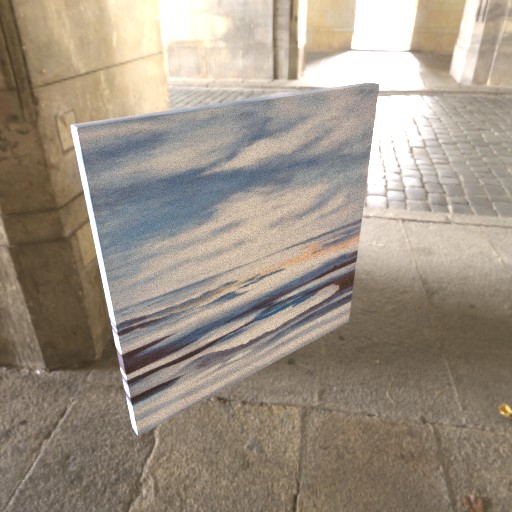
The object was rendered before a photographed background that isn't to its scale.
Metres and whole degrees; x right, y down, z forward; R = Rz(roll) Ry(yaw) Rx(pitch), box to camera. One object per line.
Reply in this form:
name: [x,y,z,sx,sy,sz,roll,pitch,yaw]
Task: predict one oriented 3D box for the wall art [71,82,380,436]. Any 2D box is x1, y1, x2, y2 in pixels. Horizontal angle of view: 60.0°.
wall art: [0.000,0.000,1.104,0.747,0.747,0.035,-21,36,-31]
